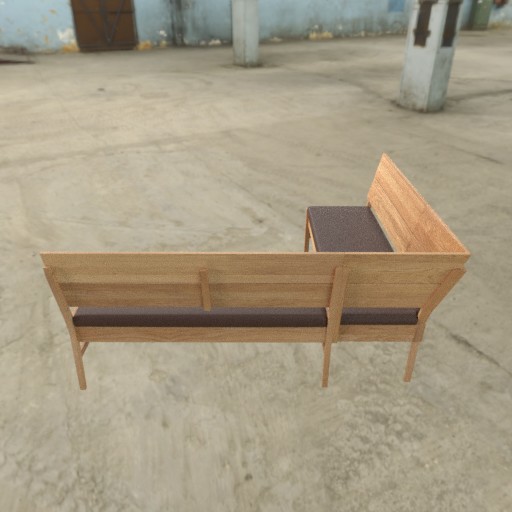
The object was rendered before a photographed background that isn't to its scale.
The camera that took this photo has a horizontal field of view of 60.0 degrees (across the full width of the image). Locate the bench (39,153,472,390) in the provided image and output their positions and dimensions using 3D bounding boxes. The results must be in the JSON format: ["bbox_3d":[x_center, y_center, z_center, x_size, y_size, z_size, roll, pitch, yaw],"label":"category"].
[{"bbox_3d":[0.000,0.000,2.871,1.975,0.890,1.549,0,30,-1],"label":"bench"}]
